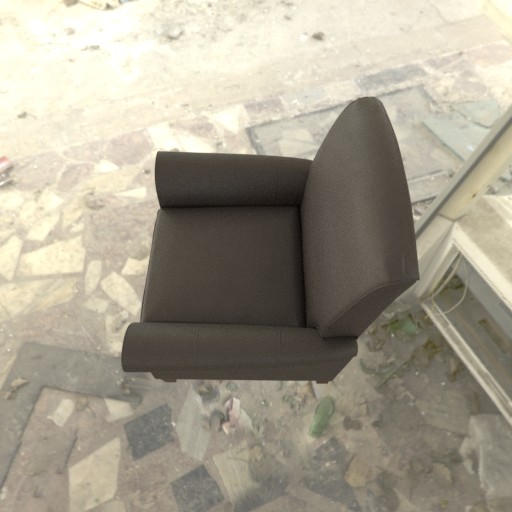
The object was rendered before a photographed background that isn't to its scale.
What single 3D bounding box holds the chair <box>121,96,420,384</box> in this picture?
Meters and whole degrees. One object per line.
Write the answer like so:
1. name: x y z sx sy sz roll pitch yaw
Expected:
1. chair: 0.000 0.000 1.766 0.902 1.061 0.978 0 58 0
